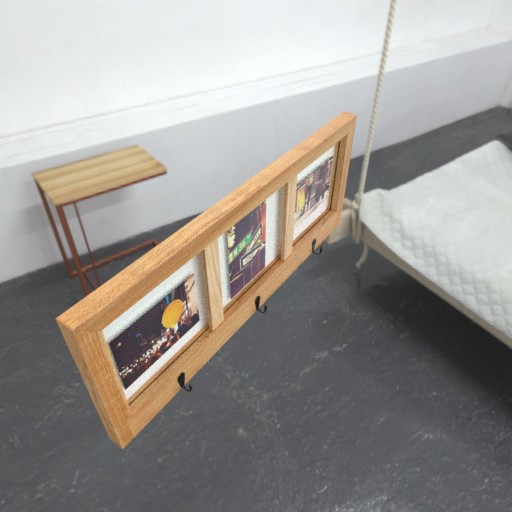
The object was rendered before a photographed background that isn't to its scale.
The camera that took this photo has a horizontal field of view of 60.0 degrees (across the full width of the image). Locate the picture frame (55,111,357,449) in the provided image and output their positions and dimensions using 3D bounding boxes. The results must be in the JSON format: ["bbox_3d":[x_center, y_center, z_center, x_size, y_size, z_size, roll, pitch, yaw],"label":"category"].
[{"bbox_3d":[0.000,0.000,0.661,0.045,0.234,0.582,26,47,26],"label":"picture frame"}]
